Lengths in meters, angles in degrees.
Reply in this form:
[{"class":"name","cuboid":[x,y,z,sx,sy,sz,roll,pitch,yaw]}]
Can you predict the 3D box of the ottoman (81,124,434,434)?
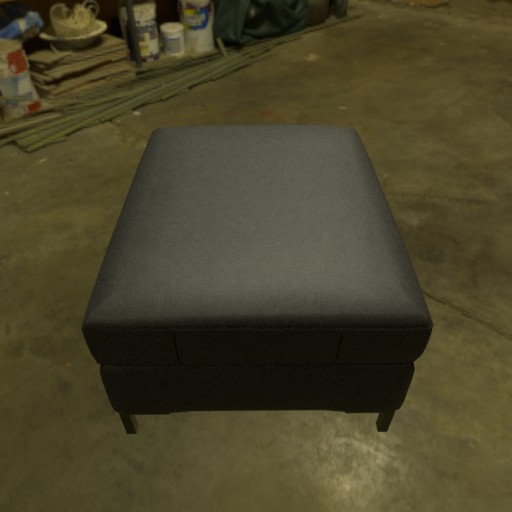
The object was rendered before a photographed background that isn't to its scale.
[{"class":"ottoman","cuboid":[0.000,0.000,1.786,0.967,0.696,1.187,0,41,0]}]
